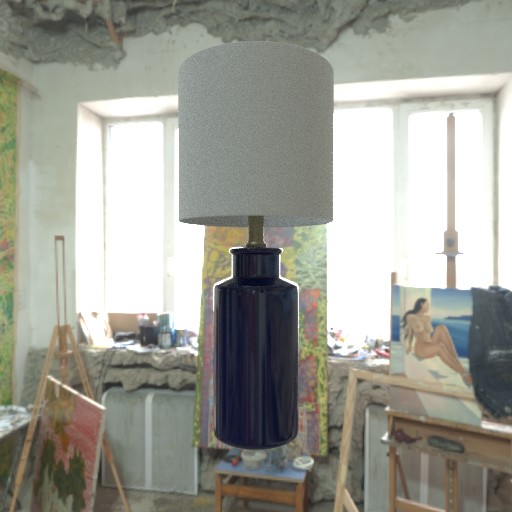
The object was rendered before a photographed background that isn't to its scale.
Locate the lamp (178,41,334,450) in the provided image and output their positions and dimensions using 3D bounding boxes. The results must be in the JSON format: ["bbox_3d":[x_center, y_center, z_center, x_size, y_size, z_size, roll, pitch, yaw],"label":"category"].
[{"bbox_3d":[0.000,0.000,0.613,0.212,0.493,0.212,0,0,-18],"label":"lamp"}]
